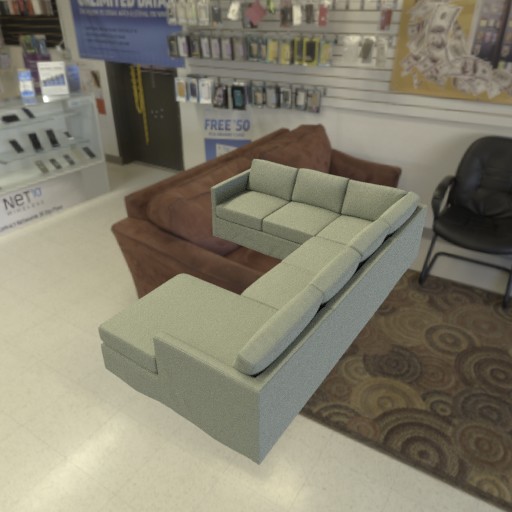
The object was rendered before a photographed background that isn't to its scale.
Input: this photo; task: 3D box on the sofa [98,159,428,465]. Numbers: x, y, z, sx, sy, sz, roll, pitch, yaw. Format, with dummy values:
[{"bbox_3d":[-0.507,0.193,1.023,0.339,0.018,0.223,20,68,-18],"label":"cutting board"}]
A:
[{"bbox_3d":[0.000,0.000,4.582,2.427,0.882,3.460,19,35,30],"label":"sofa"}]
